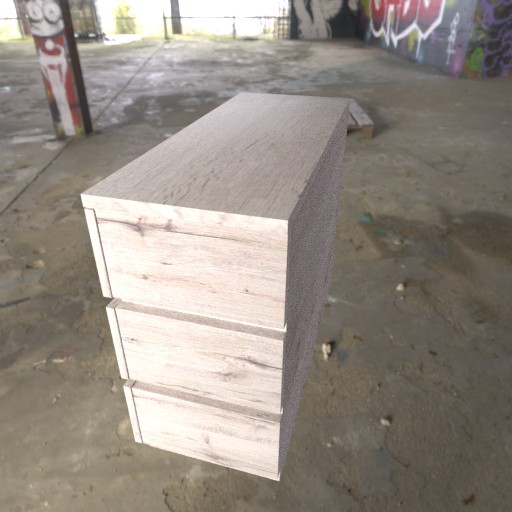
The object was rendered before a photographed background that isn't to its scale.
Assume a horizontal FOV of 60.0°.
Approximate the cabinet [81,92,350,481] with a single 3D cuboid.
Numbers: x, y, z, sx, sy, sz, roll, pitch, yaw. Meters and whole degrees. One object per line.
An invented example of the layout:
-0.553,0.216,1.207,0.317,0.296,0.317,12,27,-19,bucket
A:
0.000,0.000,1.465,0.420,0.820,1.040,9,32,14,cabinet
